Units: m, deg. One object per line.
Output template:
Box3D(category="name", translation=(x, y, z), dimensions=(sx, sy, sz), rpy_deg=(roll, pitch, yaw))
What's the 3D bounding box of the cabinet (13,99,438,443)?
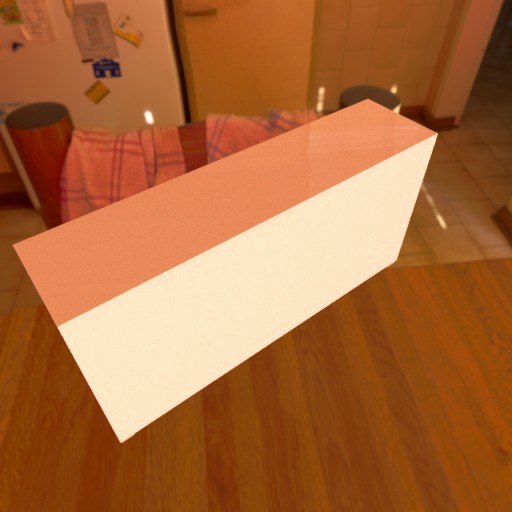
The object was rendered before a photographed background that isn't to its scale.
Box3D(category="cabinet", translation=(0.000, 0.000, 1.941), dimensions=(1.650, 0.800, 0.400), rpy_deg=(-29, 52, -25))
